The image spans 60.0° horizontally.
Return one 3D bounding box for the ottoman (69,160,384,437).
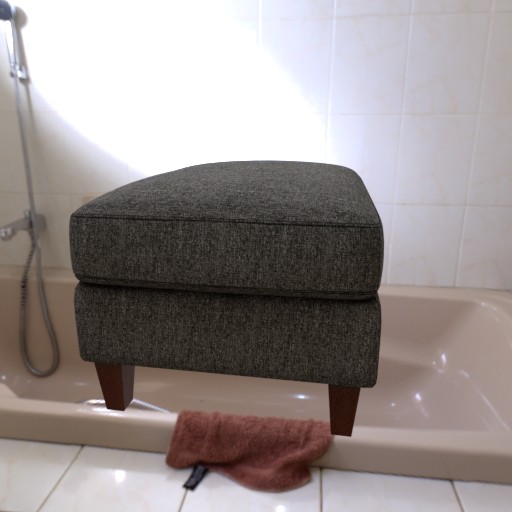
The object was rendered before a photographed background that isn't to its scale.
[{"bbox_3d":[0.000,0.000,1.194,0.584,0.483,0.864,3,16,9],"label":"ottoman"}]
